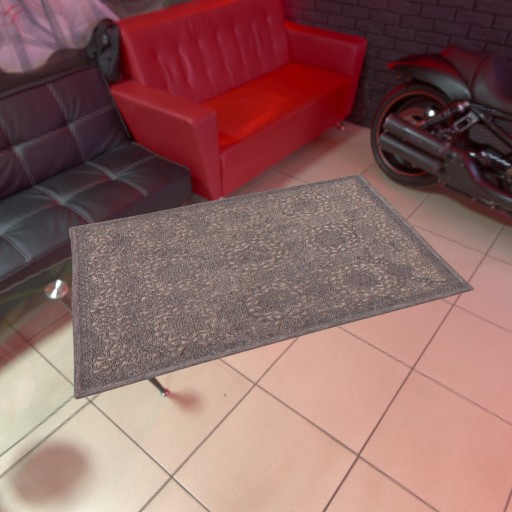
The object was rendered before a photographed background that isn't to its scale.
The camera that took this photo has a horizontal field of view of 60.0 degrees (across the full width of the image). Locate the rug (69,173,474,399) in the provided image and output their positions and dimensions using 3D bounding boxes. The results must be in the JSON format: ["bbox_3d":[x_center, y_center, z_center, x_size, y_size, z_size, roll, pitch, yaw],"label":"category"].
[{"bbox_3d":[0.000,0.000,3.134,2.498,0.022,1.535,-13,43,-14],"label":"rug"}]
